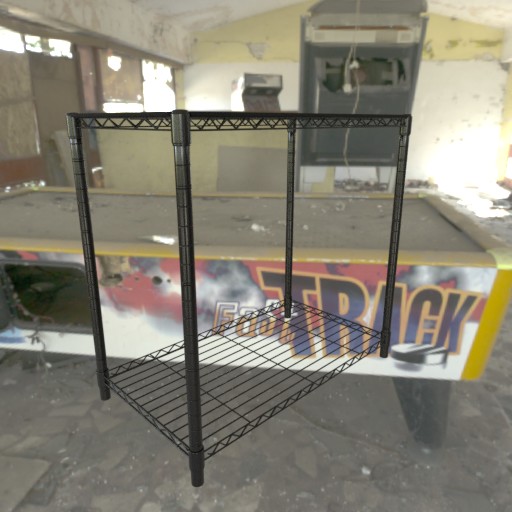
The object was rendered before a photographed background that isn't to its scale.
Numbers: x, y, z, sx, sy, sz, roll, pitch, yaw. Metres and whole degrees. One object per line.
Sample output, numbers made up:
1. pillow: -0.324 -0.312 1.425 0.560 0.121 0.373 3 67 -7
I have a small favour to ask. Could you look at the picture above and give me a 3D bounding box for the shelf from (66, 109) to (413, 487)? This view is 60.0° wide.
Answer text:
1. shelf: 0.000 0.000 0.918 0.589 0.564 0.338 -16 23 -42
